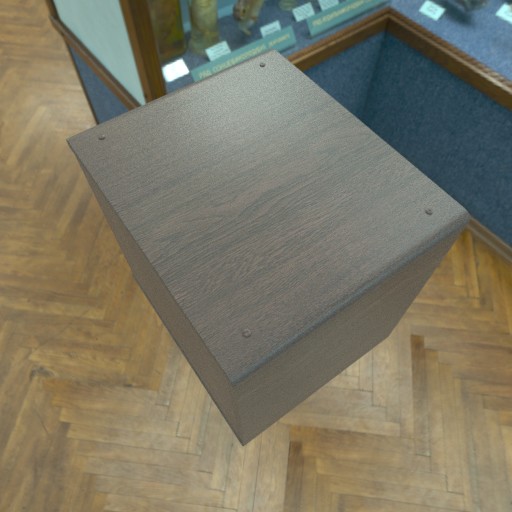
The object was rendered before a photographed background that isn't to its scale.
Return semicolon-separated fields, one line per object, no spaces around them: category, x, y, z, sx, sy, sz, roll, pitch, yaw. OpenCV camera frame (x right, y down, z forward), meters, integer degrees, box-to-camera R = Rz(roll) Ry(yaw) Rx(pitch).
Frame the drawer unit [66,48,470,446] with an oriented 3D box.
drawer unit;0.000;0.000;0.617;0.290;0.344;0.344;-31;64;-17
